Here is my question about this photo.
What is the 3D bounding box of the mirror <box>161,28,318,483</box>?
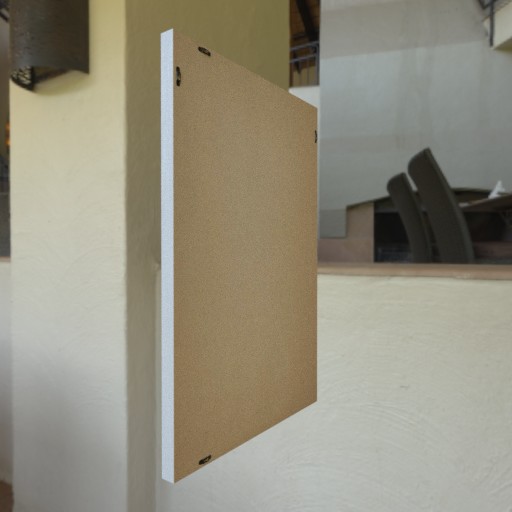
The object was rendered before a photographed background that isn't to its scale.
[{"bbox_3d":[0.000,0.000,1.146,0.040,0.915,0.609,0,1,36],"label":"mirror"}]
